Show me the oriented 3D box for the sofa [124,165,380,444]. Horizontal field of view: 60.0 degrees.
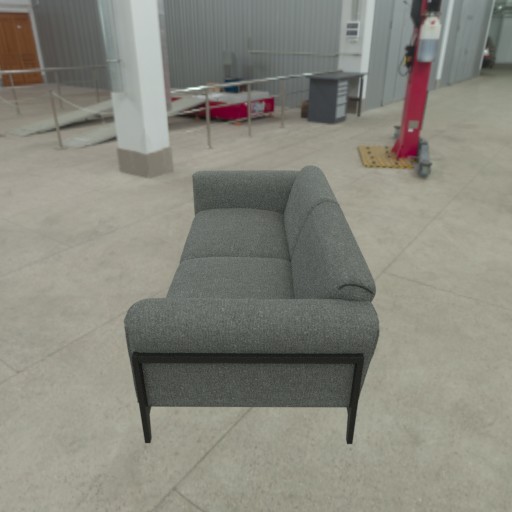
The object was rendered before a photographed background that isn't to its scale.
[{"bbox_3d":[0.000,0.000,2.644,0.985,0.703,2.125,0,26,0],"label":"sofa"}]
